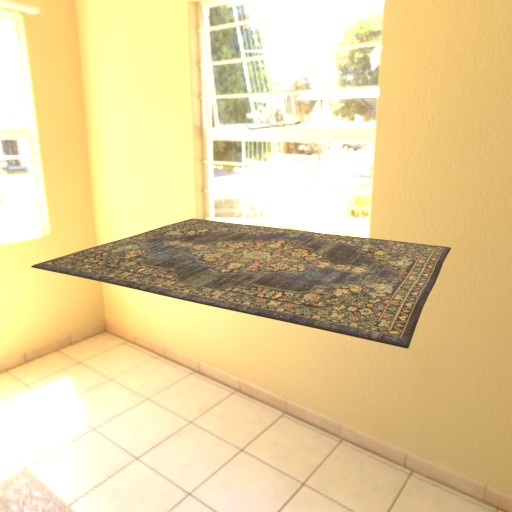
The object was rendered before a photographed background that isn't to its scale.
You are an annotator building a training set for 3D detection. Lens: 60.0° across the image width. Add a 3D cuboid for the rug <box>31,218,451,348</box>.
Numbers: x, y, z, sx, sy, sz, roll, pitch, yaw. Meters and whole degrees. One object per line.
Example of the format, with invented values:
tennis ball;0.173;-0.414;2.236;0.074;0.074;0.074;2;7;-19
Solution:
rug;0.000;0.000;4.725;3.612;0.035;2.716;8;18;27
